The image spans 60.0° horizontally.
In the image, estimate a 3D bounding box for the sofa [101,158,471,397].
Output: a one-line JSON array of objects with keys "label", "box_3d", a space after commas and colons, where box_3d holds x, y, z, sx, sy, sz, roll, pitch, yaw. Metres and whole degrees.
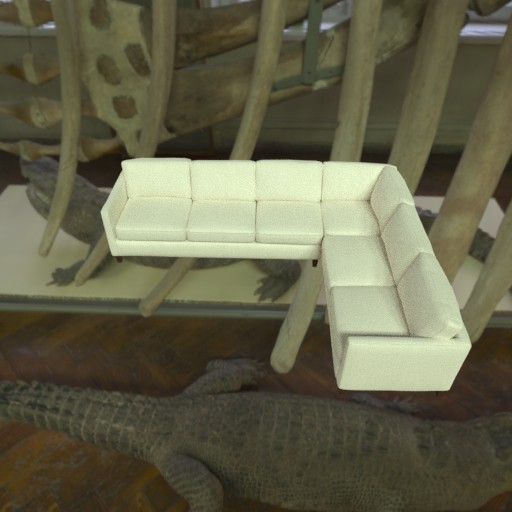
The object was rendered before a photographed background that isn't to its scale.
[{"label": "sofa", "box_3d": [0.000, 0.000, 4.416, 3.302, 0.947, 2.593, 1, 41, 1]}]
